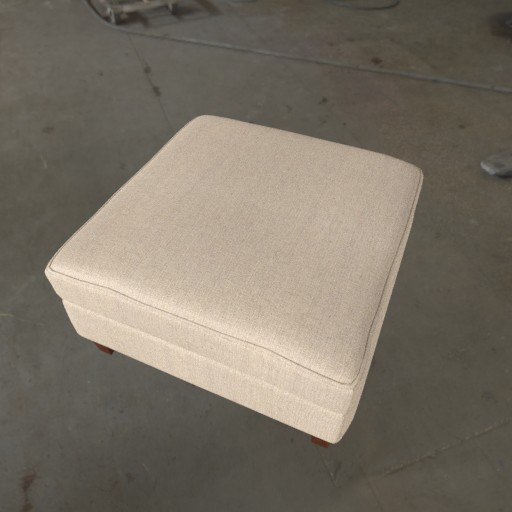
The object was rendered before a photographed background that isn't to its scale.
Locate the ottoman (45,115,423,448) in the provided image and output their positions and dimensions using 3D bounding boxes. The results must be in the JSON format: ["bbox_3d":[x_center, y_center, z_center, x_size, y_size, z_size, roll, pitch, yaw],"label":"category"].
[{"bbox_3d":[0.000,0.000,1.383,0.838,0.481,0.838,18,50,16],"label":"ottoman"}]
